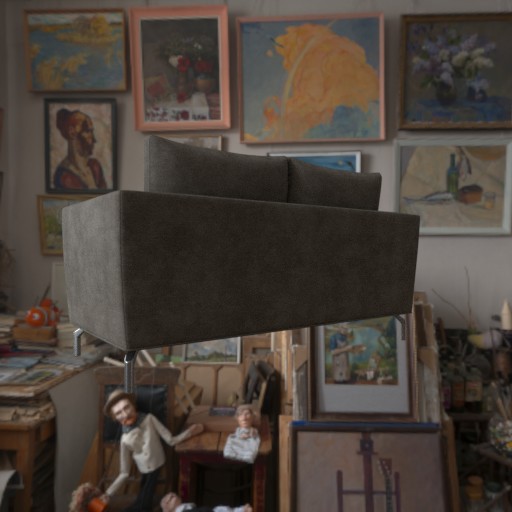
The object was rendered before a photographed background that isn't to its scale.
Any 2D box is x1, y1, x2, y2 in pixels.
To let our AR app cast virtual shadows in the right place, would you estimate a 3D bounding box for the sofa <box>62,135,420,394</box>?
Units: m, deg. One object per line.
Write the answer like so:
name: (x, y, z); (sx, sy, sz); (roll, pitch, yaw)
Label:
sofa: (0.000, 0.000, 2.438); (1.832, 1.013, 0.855); (0, 1, -36)
